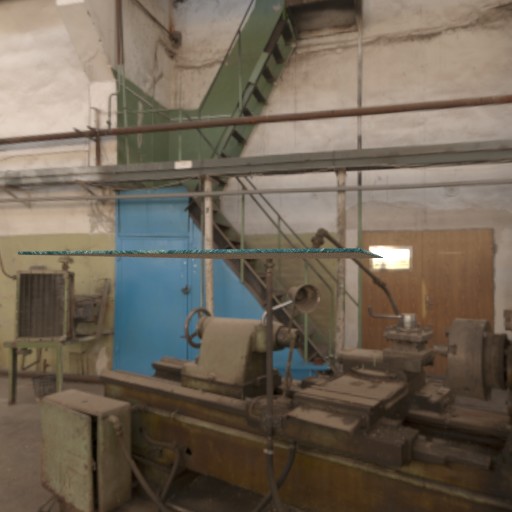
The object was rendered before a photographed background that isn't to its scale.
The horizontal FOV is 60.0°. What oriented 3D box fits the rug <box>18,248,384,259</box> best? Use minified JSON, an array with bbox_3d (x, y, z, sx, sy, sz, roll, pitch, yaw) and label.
[{"bbox_3d":[0.000,0.000,2.819,1.490,0.015,2.277,0,-1,18],"label":"rug"}]
